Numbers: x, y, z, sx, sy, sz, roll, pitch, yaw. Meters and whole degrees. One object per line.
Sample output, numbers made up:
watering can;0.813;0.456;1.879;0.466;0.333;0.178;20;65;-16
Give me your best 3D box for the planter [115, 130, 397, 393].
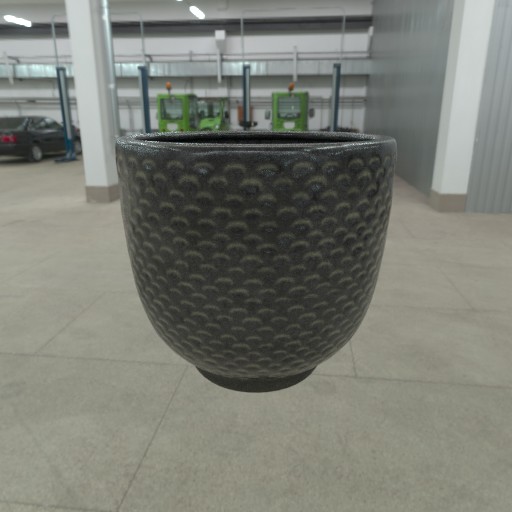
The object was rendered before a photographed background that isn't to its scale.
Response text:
planter;0.000;0.000;0.305;0.172;0.160;0.172;0;18;0
